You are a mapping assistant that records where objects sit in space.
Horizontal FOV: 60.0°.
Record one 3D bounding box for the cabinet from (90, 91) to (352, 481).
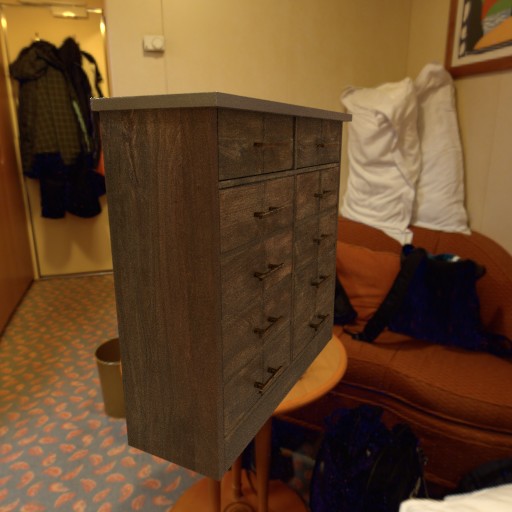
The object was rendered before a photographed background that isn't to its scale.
[{"bbox_3d":[0.000,0.000,1.451,0.338,0.919,0.968,8,17,26],"label":"cabinet"}]
